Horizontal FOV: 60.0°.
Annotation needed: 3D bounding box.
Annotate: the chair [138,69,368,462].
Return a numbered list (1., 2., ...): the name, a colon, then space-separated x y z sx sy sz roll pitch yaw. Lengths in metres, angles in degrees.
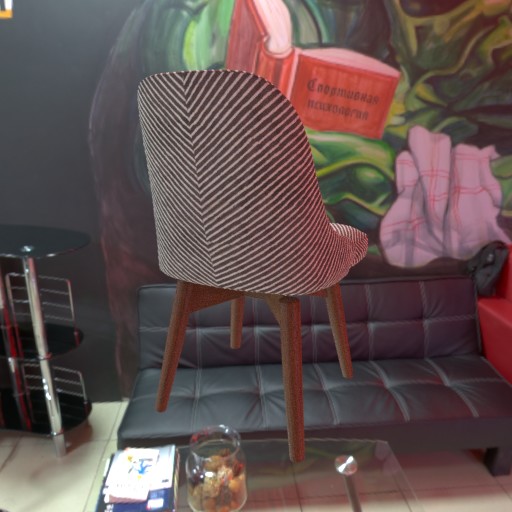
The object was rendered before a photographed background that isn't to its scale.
1. chair: 0.000 0.000 1.212 0.504 0.883 0.591 8 18 27
